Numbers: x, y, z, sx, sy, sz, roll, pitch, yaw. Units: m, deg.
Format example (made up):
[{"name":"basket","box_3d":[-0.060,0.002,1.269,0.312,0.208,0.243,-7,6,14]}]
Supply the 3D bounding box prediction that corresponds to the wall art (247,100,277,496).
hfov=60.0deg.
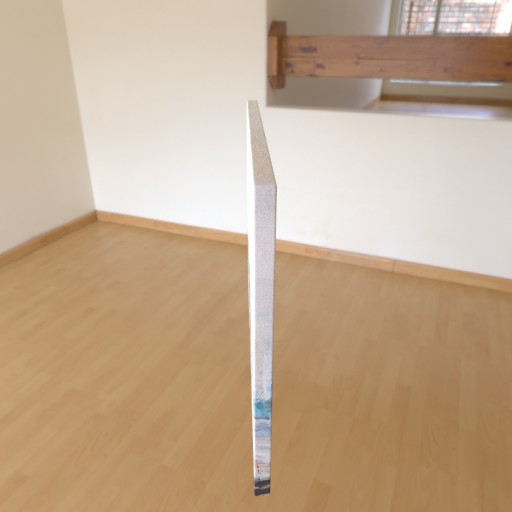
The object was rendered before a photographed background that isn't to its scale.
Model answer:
[{"name":"wall art","box_3d":[0.000,0.000,1.329,0.038,0.762,1.016,-1,27,-1]}]
